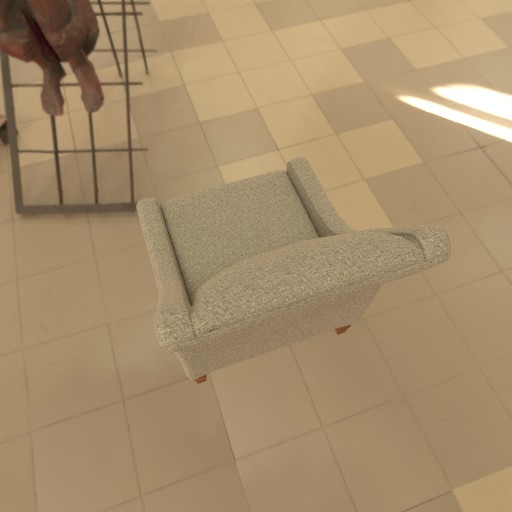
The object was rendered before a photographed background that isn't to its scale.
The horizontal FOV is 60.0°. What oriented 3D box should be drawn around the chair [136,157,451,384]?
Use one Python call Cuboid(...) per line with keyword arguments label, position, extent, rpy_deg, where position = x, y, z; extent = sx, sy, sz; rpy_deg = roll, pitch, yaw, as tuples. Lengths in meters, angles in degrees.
Cuboid(label="chair", position=(0.000, 0.000, 1.658), extent=(0.774, 1.016, 0.870), rpy_deg=(-17, 60, -10))
